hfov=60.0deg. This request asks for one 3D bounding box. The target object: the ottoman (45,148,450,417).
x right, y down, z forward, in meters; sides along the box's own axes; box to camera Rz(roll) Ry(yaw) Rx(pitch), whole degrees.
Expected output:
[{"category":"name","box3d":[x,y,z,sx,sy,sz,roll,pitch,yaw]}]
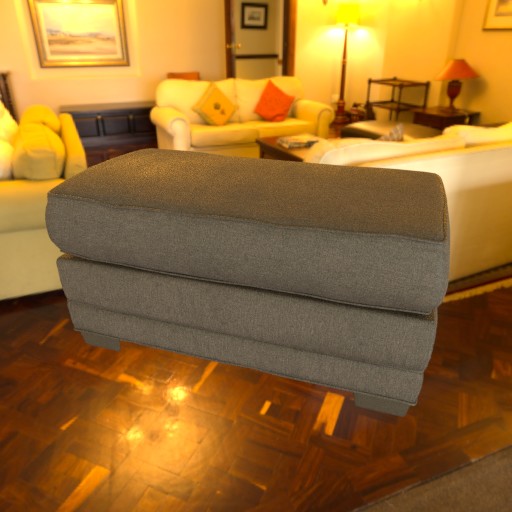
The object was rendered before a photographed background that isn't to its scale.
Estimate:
[{"category":"ottoman","box3d":[0.000,0.000,1.130,0.864,0.448,0.490,8,28,16]}]
